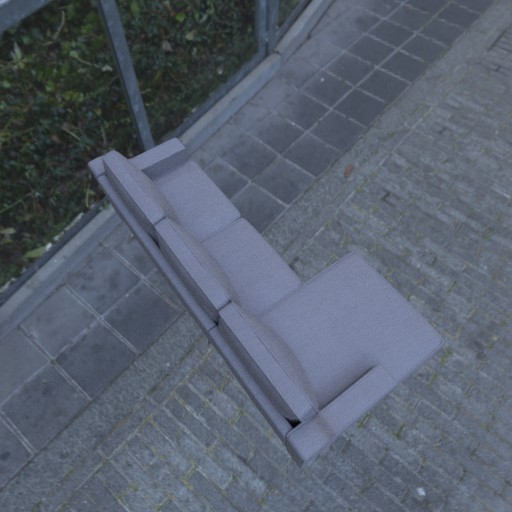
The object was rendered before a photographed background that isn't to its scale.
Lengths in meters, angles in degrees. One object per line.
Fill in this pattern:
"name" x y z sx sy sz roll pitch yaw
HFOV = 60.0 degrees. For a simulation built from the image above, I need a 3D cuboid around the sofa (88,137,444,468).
"sofa" 0.000 0.000 3.238 1.294 0.928 2.561 -32 64 -18
